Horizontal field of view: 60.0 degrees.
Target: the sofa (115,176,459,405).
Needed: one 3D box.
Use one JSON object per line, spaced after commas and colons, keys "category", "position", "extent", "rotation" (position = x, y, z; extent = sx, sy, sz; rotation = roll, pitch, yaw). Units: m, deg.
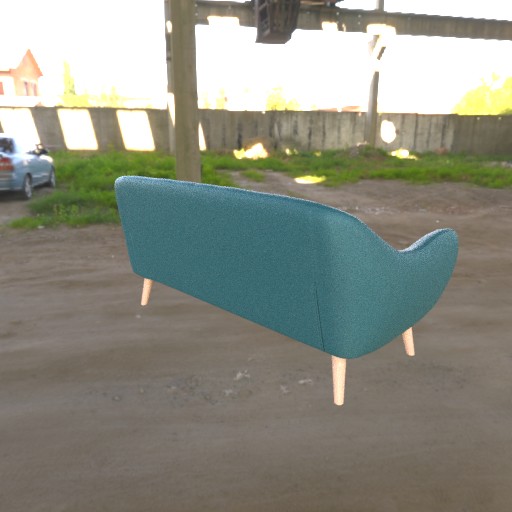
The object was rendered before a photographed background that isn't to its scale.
{"category": "sofa", "position": [0.000, 0.000, 2.383], "extent": [0.820, 0.836, 1.840], "rotation": [-15, 21, -42]}
